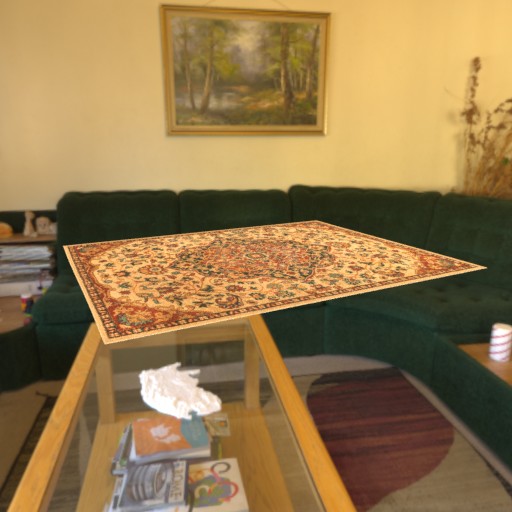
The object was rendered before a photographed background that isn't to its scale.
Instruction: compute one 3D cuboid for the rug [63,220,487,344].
[{"bbox_3d":[0.000,0.000,4.055,3.067,0.005,2.454,-8,17,-27],"label":"rug"}]
